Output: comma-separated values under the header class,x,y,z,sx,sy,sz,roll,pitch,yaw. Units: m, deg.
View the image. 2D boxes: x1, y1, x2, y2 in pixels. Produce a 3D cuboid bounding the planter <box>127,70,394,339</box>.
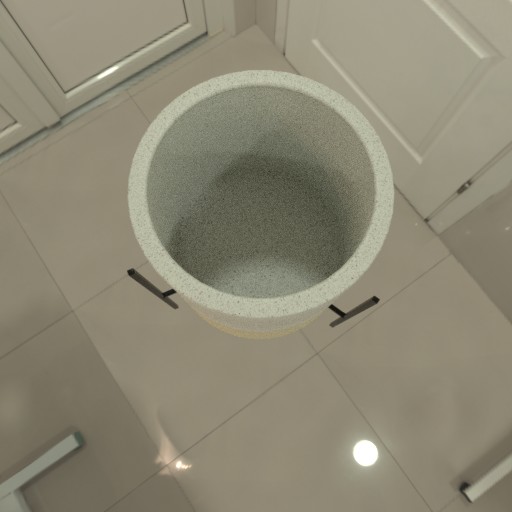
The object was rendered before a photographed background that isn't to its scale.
class,x,y,z,sx,sy,sz,roll,pitch,yaw
planter,0.000,0.000,0.559,0.267,0.362,0.263,-35,78,-8
